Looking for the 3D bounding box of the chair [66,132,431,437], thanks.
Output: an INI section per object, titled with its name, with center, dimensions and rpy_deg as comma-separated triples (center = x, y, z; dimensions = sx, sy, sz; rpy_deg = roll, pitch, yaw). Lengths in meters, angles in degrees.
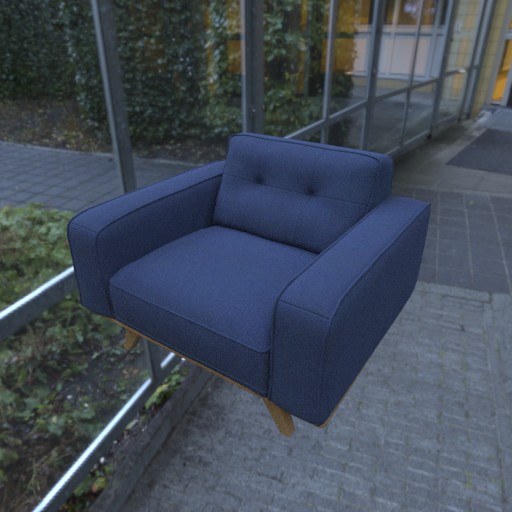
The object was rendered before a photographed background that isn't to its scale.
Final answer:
[chair]
center = 0.000, 0.000, 1.789
dimensions = 1.118, 0.783, 0.953
rpy_deg = 18, 33, 30
